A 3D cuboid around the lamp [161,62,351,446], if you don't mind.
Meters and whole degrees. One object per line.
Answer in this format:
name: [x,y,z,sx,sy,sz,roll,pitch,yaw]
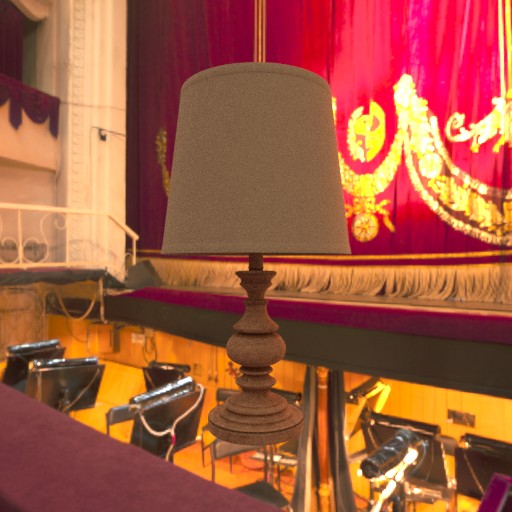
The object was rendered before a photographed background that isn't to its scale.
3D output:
lamp: [0.000,0.000,0.650,0.273,0.497,0.273,0,-1,0]
